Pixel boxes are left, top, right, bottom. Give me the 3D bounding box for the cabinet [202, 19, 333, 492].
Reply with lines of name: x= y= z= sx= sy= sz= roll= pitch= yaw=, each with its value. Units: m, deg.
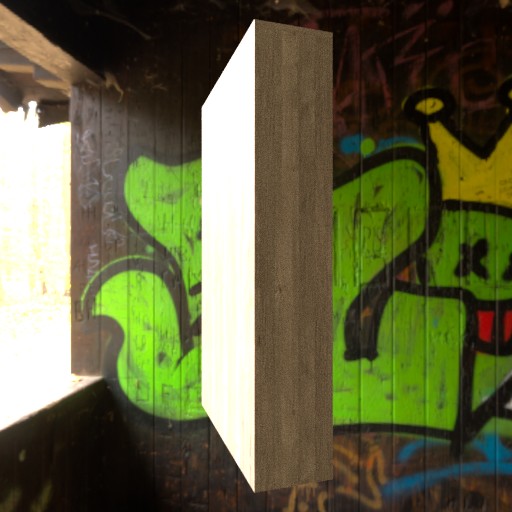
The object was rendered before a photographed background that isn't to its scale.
cabinet: x=0.000 y=0.000 z=1.593 sx=0.250 sy=1.280 sz=0.750 roll=0 pitch=0 yaw=-18
